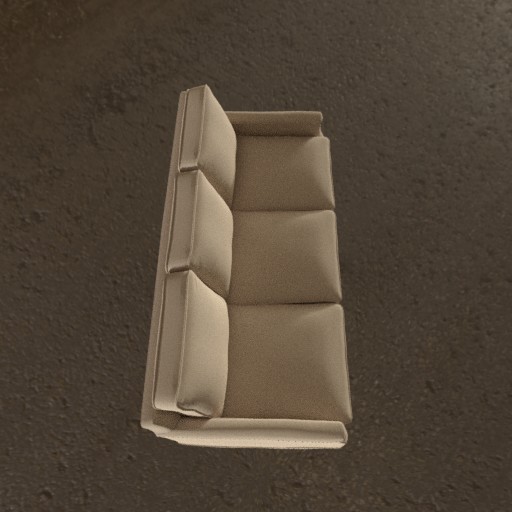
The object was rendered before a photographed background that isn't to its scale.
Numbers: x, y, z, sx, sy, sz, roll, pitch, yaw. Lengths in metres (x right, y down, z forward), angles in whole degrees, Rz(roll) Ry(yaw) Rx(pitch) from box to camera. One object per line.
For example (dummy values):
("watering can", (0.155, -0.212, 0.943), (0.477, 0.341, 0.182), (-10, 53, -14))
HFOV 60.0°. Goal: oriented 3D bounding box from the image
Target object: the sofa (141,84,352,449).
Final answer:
("sofa", (0.000, 0.000, 2.862), (1.084, 1.003, 2.246), (1, 63, 0))
